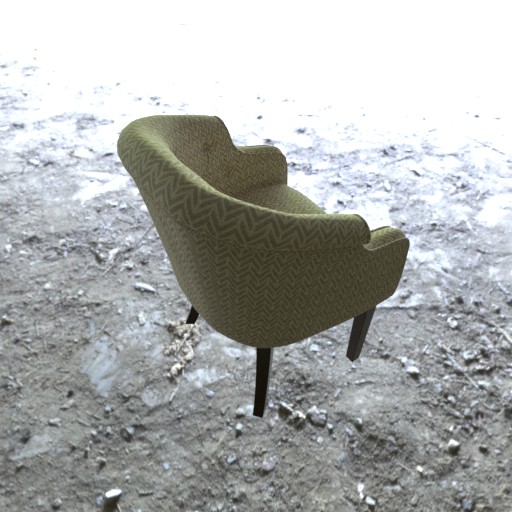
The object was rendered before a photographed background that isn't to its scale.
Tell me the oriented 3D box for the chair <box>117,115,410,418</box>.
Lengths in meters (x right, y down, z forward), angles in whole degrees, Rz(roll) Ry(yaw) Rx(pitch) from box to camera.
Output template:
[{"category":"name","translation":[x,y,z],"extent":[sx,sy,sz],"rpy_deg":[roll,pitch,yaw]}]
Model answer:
[{"category":"chair","translation":[0.000,0.000,1.328],"extent":[0.613,0.858,0.686],"rpy_deg":[-25,48,-25]}]
